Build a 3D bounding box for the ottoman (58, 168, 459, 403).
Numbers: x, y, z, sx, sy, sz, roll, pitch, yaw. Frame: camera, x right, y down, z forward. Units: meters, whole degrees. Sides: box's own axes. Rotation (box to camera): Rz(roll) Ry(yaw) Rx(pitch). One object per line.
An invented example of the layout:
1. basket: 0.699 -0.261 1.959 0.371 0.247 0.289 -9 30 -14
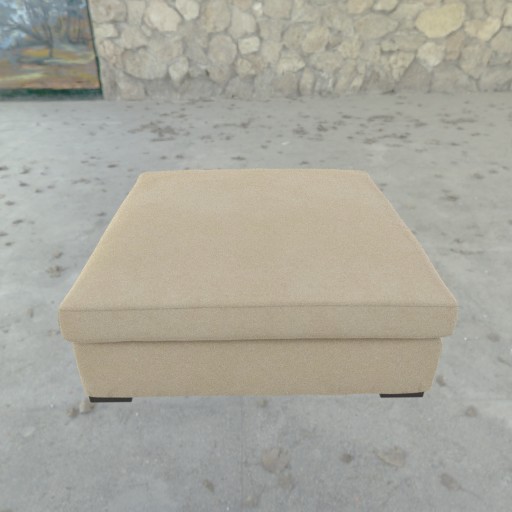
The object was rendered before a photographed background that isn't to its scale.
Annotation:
1. ottoman: 0.000 0.000 1.870 1.205 0.522 1.190 -1 30 -1
